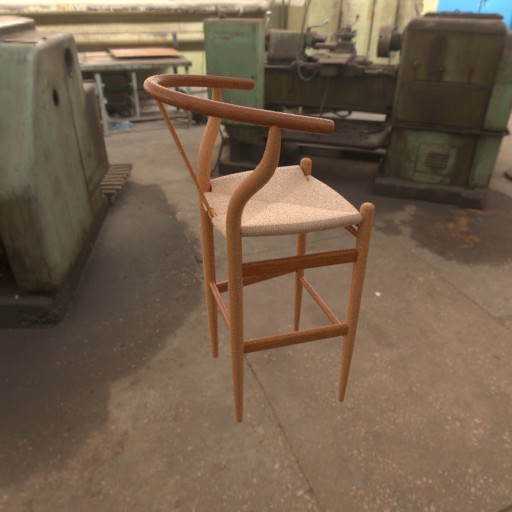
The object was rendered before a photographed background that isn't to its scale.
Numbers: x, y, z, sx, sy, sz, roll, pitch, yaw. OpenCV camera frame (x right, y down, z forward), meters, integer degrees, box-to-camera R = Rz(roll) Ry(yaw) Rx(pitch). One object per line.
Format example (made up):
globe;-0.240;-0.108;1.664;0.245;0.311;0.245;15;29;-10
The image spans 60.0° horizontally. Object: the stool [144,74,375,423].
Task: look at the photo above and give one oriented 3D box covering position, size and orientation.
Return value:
stool;0.000;0.000;1.396;0.561;1.068;0.574;-10;32;-16
